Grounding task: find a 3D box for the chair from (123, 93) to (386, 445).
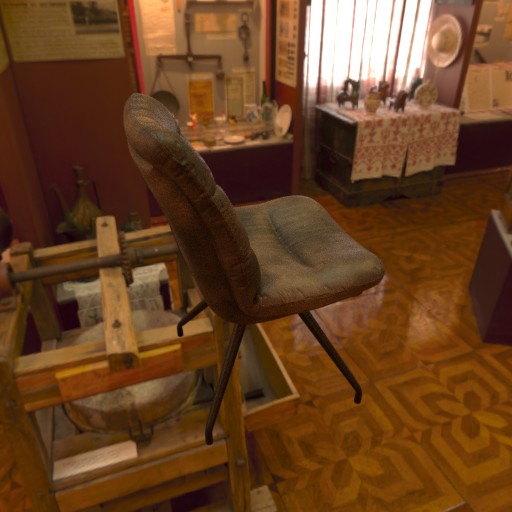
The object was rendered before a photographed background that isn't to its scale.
[{"bbox_3d":[0.000,0.000,1.280,0.622,0.870,0.549,-9,32,-15],"label":"chair"}]
